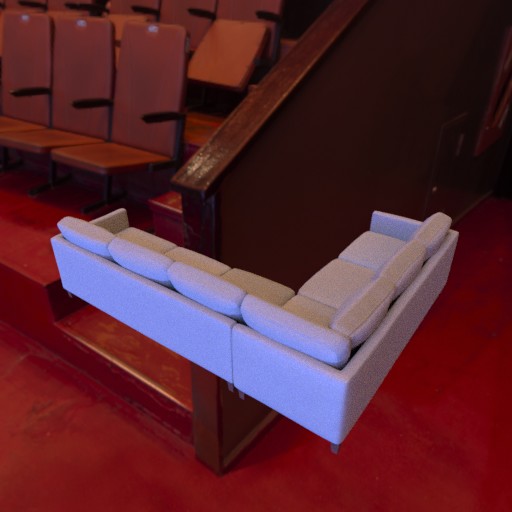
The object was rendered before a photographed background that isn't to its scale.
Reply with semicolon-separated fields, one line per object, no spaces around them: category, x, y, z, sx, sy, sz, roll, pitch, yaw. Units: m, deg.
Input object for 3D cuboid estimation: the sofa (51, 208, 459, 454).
sofa;0.000;0.000;4.572;3.301;0.947;2.592;20;36;31
